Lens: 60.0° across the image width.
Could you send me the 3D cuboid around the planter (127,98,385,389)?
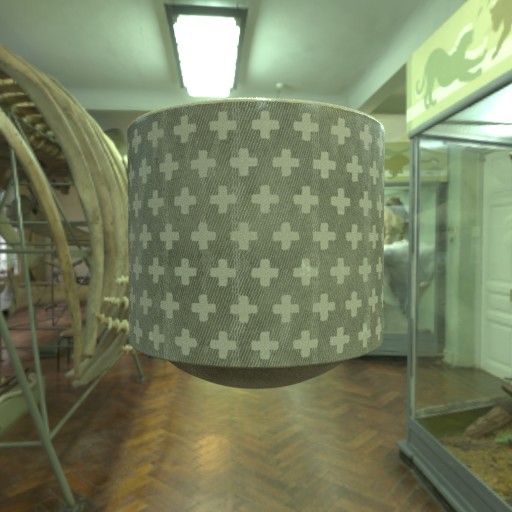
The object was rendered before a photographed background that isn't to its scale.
[{"bbox_3d":[0.000,0.000,0.343,0.190,0.181,0.190,0,2,0],"label":"planter"}]
